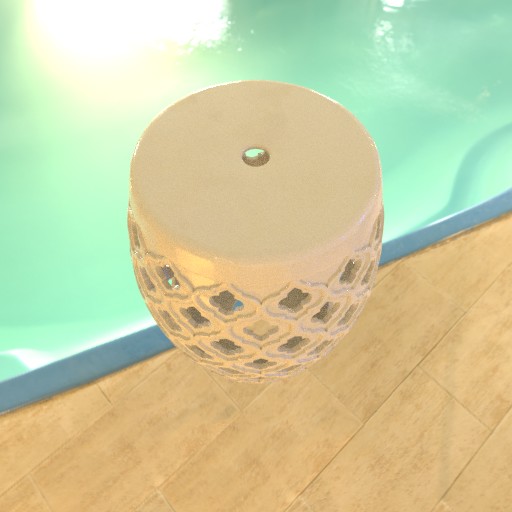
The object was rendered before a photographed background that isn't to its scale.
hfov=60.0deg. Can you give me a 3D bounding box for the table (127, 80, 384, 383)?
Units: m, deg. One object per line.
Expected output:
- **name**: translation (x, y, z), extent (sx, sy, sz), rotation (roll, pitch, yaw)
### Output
- **table**: translation (0.000, 0.000, 0.621), extent (0.325, 0.388, 0.325), rotation (0, 58, 0)
